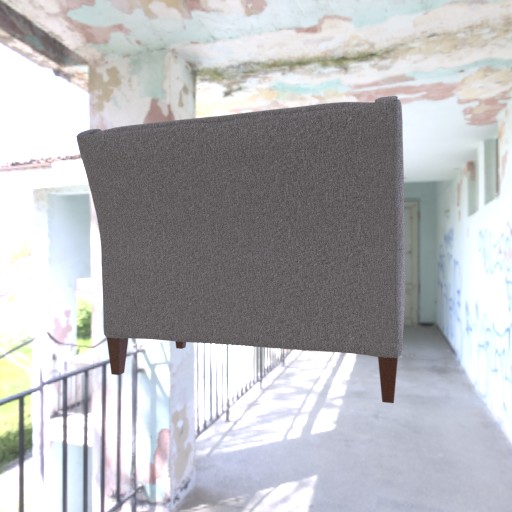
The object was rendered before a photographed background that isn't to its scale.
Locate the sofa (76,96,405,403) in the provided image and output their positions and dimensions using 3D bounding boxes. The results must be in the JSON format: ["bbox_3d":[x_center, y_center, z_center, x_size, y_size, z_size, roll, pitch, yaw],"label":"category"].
[{"bbox_3d":[0.000,0.000,1.947,1.242,1.026,0.862,0,0,19],"label":"sofa"}]
